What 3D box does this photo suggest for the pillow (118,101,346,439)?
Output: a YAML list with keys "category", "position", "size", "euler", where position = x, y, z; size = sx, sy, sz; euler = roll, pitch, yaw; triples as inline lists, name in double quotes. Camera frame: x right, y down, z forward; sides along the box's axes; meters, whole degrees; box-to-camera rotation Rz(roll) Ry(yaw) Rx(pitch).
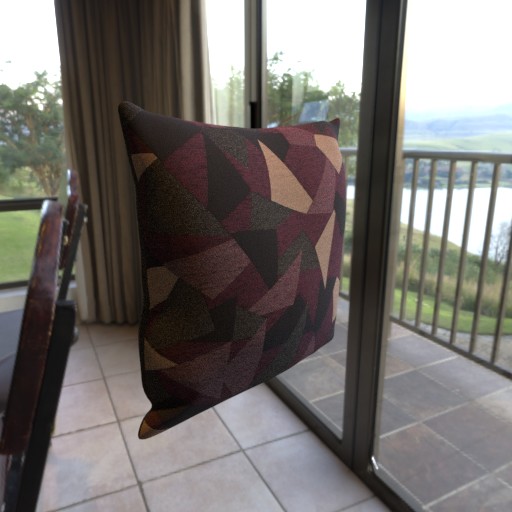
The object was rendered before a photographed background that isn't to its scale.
- category: "pillow"
  position: [0.000, 0.000, 0.785]
  size: [0.208, 0.496, 0.503]
  euler: [14, 21, 43]
